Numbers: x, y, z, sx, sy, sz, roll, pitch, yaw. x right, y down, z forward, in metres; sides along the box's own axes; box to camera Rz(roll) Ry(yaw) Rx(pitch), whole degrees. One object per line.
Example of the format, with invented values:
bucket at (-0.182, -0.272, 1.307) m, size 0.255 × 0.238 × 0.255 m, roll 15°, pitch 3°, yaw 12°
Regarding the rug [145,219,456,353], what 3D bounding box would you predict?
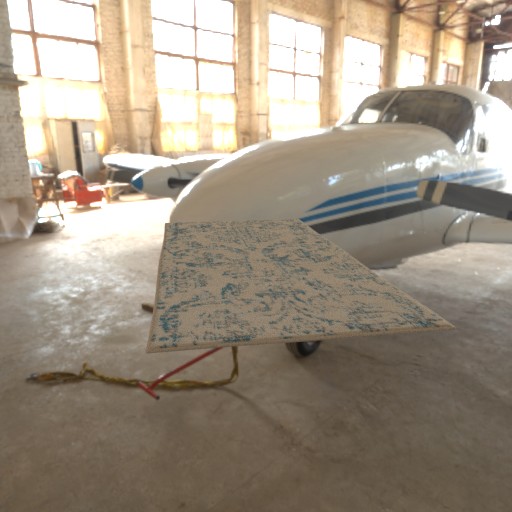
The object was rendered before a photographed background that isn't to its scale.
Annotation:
rug at (0.000, 0.000, 1.411) m, size 0.605 × 0.007 × 1.220 m, roll -3°, pitch 15°, yaw -9°
